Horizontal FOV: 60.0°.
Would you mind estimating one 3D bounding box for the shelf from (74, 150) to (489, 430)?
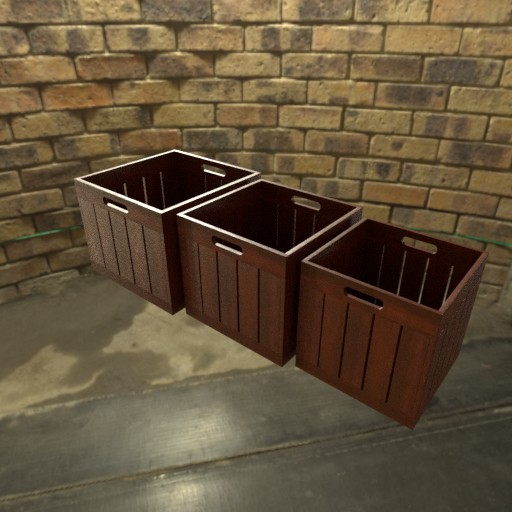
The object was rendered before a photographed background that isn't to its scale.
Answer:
[{"bbox_3d":[0.000,0.000,1.218,1.064,0.311,0.393,22,36,34],"label":"shelf"}]
